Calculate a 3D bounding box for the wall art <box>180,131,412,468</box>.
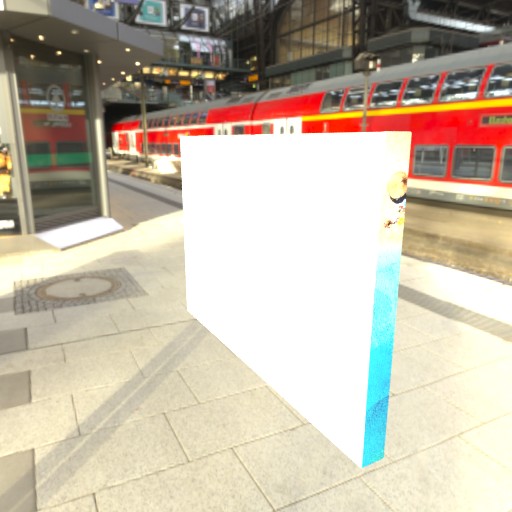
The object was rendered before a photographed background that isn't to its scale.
[{"bbox_3d":[0.000,0.000,1.127,0.057,0.595,0.894,-8,17,-28],"label":"wall art"}]
